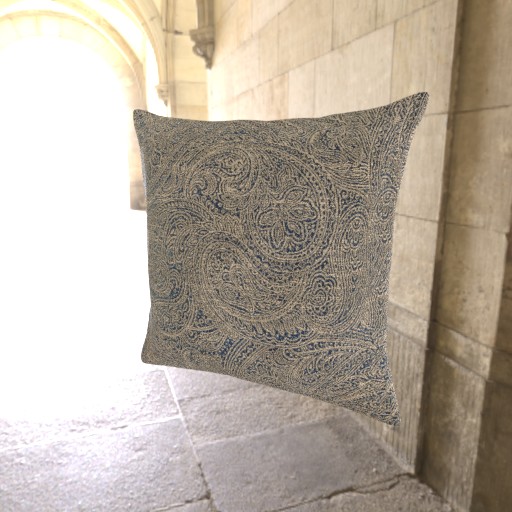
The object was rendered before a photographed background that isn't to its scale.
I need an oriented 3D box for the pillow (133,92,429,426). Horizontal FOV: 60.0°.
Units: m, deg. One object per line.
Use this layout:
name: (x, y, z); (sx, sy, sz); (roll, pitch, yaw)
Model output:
pillow: (0.000, 0.000, 0.769); (0.523, 0.510, 0.166); (6, 14, 24)
